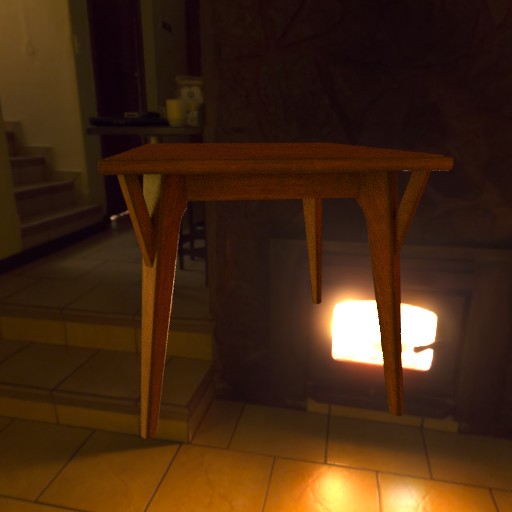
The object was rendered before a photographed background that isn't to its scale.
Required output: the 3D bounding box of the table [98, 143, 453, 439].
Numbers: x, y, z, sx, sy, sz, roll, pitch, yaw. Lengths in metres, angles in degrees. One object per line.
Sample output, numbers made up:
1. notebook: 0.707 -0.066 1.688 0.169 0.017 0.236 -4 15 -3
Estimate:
1. table: 0.000 0.000 1.603 0.838 0.761 0.991 -2 16 -8
